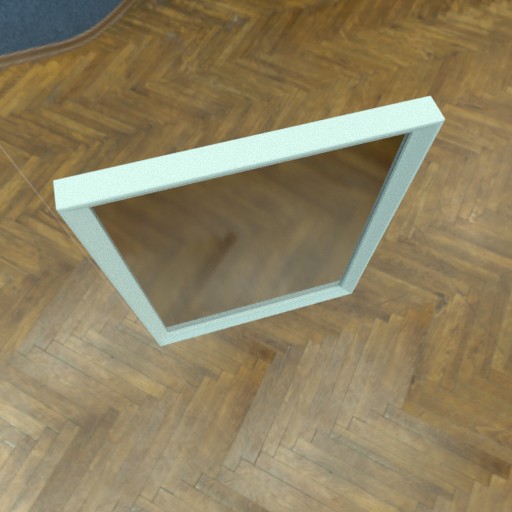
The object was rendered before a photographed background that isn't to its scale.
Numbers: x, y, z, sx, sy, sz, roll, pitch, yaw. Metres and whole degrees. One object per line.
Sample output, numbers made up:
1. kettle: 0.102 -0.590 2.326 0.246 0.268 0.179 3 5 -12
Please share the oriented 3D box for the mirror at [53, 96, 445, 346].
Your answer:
1. mirror: 0.000 0.000 0.681 0.406 0.509 0.041 -15 65 -7
